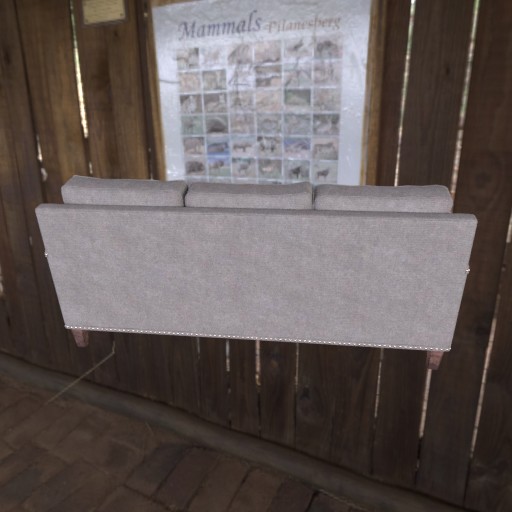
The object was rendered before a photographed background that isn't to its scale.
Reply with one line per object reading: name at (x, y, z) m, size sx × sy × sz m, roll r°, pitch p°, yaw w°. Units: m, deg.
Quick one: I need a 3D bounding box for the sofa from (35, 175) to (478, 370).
sofa at (0.000, 0.000, 2.770) m, size 2.226 × 1.042 × 1.034 m, roll 2°, pitch 17°, yaw 7°
